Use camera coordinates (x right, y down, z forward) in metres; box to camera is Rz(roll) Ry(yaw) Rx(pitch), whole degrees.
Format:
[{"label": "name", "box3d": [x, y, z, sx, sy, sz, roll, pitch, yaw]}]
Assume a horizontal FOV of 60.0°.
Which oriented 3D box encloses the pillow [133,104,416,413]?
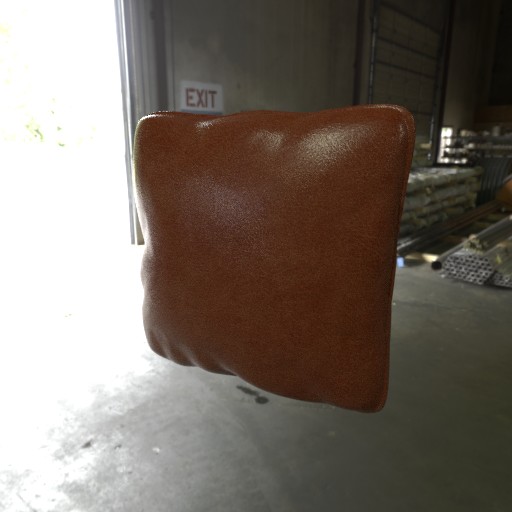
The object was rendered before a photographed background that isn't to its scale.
[{"label": "pillow", "box3d": [0.000, 0.000, 0.826, 0.532, 0.523, 0.236, 8, 17, 27]}]
